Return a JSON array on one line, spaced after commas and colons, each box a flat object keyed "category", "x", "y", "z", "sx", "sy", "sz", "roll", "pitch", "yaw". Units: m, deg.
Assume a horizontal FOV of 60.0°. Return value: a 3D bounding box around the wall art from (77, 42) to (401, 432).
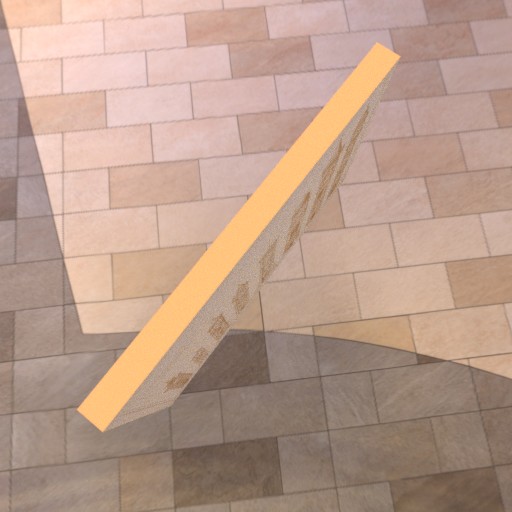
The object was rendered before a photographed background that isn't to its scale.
[{"category": "wall art", "x": 0.000, "y": 0.000, "z": 0.750, "sx": 0.039, "sy": 0.407, "sz": 0.609, "roll": 36, "pitch": 78, "yaw": 9}]
